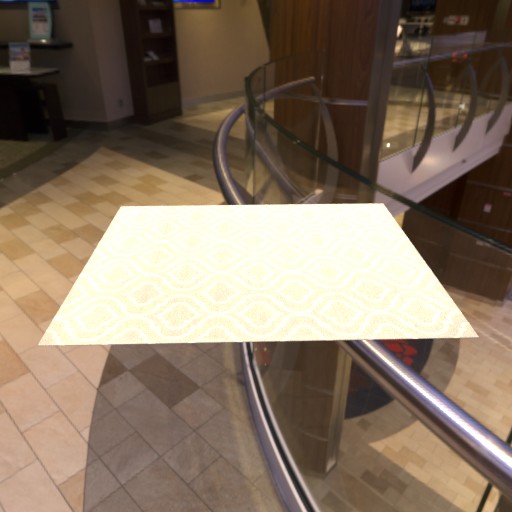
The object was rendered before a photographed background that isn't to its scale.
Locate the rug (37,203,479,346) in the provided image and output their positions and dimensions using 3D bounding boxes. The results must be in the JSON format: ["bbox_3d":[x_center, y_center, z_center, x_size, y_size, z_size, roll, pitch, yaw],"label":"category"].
[{"bbox_3d":[0.000,0.000,3.896,2.892,0.006,2.283,-1,29,-1],"label":"rug"}]
